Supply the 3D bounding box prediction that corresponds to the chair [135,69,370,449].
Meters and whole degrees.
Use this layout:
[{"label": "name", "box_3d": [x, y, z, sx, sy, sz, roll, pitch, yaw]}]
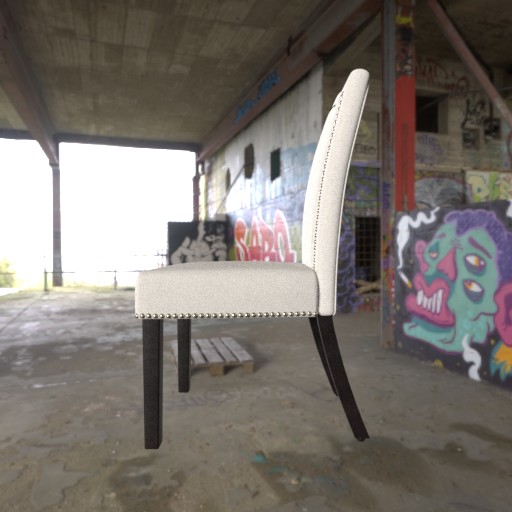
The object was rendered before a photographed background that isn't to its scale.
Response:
[{"label": "chair", "box_3d": [0.000, 0.000, 1.314, 0.589, 0.946, 0.518, 0, 1, 1]}]
